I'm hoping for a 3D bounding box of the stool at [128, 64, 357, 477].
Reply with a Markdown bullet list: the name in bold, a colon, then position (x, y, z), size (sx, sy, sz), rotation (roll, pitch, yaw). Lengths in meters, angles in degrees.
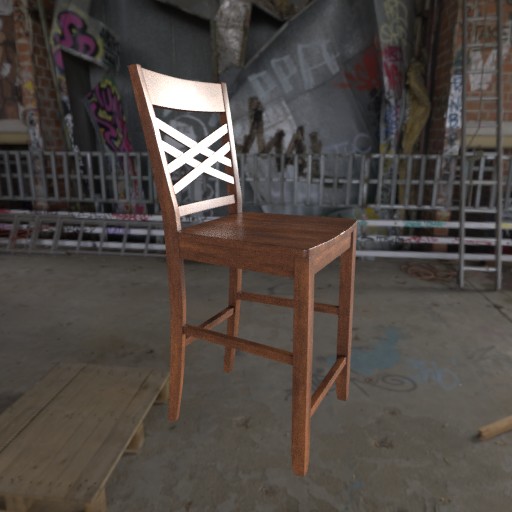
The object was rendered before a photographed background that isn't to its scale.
- **stool**: position (0.000, 0.000, 1.373), size (0.539, 1.079, 0.462), rotation (7, 16, 26)
